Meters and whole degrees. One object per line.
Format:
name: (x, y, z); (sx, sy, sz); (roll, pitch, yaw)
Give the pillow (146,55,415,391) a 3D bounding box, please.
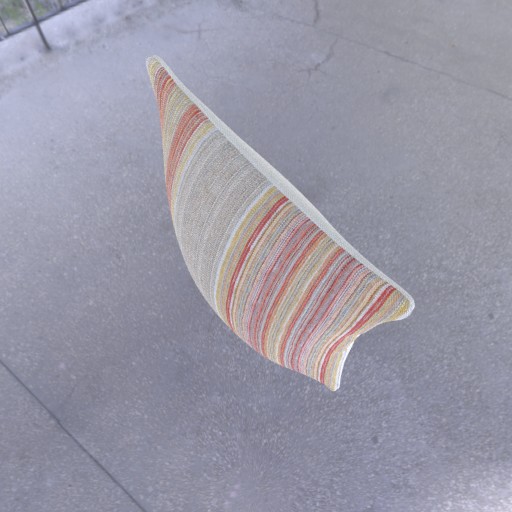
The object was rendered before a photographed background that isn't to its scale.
pillow: (0.000, 0.000, 0.685); (0.191, 0.449, 0.451); (-36, 68, -17)
